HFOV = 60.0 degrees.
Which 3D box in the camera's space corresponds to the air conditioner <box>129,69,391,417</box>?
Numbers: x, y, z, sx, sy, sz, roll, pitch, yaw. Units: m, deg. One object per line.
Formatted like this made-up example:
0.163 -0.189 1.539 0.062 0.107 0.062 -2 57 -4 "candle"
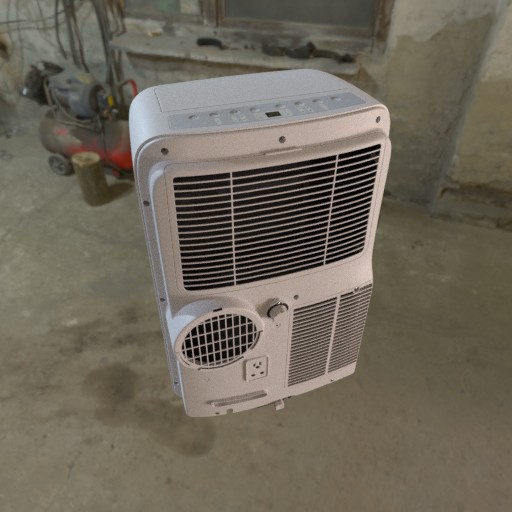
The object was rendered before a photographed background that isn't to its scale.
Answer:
0.000 0.000 0.943 0.454 0.700 0.365 -12 43 -13 "air conditioner"
